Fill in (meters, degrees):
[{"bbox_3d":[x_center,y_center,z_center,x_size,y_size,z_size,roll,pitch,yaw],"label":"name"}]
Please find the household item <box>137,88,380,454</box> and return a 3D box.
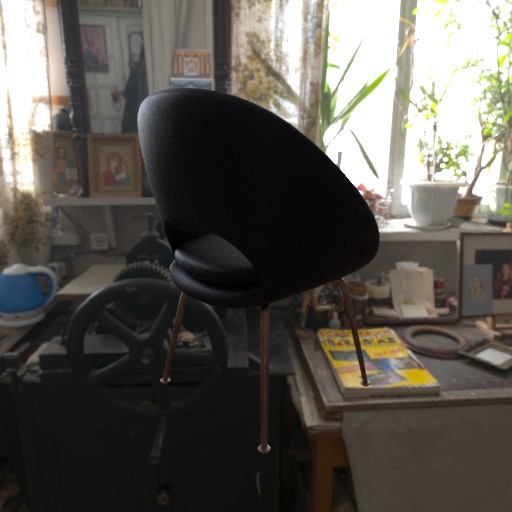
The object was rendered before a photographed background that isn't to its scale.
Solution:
[{"bbox_3d":[0.000,0.000,1.258,0.573,0.852,0.623,-13,20,-42],"label":"household item"}]
